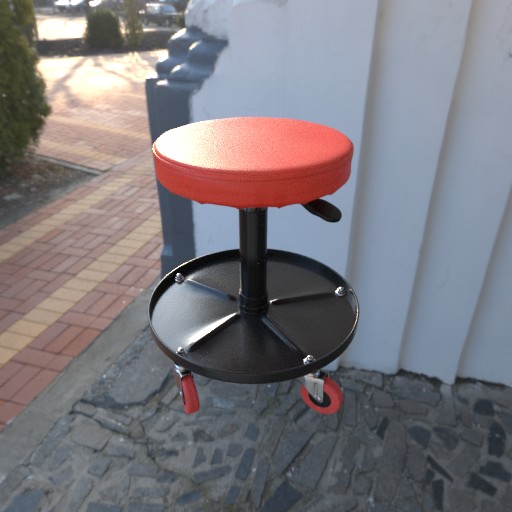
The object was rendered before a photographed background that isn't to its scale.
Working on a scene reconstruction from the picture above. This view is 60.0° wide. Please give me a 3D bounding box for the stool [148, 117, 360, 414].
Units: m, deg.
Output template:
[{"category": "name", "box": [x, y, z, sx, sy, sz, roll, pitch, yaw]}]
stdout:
[{"category": "stool", "box": [0.000, 0.000, 0.692, 0.382, 0.365, 0.381, 20, 36, 31]}]
